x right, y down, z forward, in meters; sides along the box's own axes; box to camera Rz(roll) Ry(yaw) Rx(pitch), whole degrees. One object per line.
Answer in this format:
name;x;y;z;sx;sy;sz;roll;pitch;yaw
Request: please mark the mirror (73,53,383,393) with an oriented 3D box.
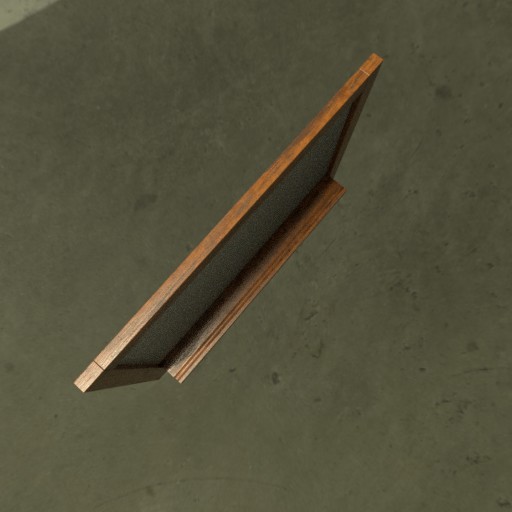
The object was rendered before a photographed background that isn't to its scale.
mirror;0.000;0.000;0.992;0.084;0.537;0.758;40;80;9
